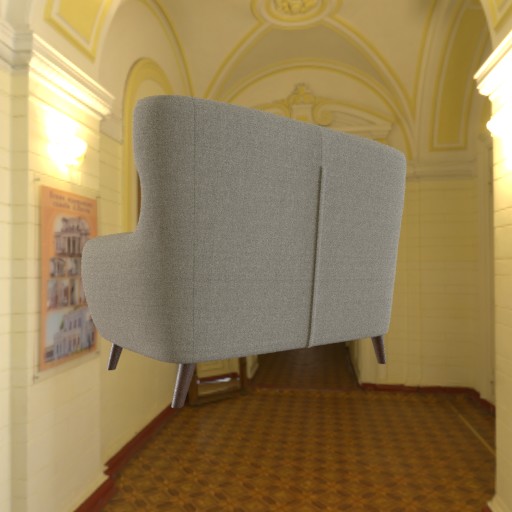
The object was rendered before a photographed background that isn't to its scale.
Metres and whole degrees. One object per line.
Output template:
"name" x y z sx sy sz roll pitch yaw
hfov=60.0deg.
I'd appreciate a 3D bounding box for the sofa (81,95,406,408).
"sofa" 0.000 0.000 2.042 1.386 1.028 0.884 1 -1 -37
